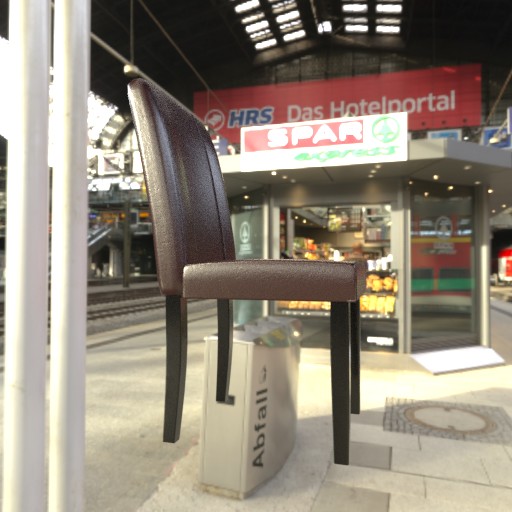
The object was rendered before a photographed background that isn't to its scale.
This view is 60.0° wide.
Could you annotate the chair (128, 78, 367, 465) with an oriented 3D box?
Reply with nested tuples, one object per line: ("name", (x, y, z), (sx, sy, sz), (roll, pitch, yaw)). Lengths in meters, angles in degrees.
("chair", (0.000, 0.000, 1.191), (0.556, 0.897, 0.399), (0, -1, 17))
